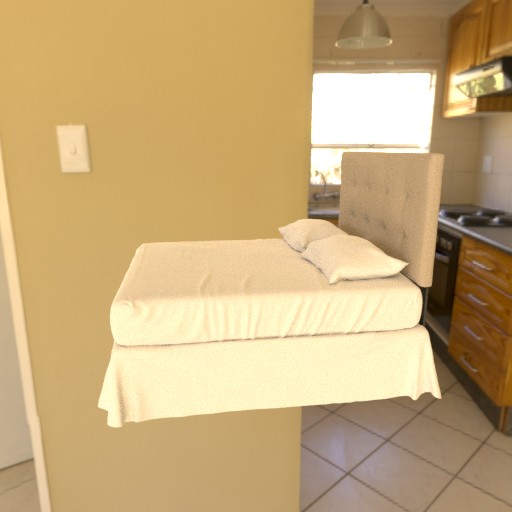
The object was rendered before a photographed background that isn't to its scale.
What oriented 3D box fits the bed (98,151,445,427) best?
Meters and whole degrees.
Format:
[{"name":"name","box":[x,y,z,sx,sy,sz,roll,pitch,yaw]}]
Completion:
[{"name":"bed","box":[0.000,0.000,3.452,2.222,1.577,1.936,-2,14,-8]}]
